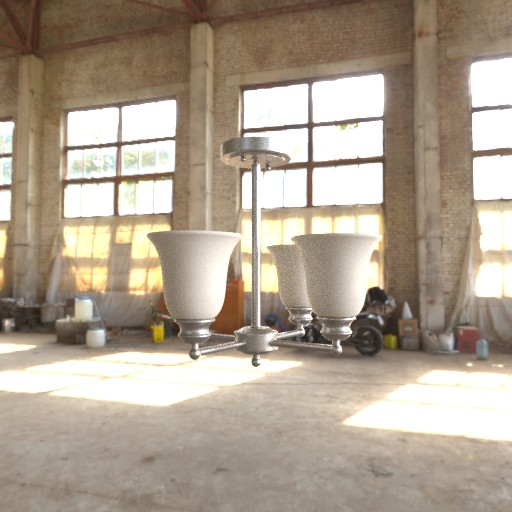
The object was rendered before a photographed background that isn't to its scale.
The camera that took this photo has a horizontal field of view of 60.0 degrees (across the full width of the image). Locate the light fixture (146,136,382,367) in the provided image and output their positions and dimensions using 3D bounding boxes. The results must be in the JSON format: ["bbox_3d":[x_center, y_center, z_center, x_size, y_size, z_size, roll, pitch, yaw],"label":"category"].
[{"bbox_3d":[0.000,0.000,0.746,0.427,0.370,0.427,-2,-3,36],"label":"light fixture"}]
